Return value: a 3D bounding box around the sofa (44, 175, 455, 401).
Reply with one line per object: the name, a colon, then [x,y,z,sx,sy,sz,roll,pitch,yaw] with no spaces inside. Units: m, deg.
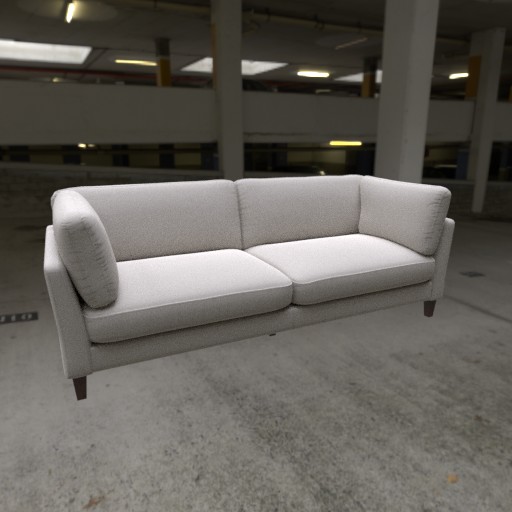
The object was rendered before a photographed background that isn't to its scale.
sofa: [0.000,0.000,2.672,2.301,0.863,0.957,-7,17,-25]
